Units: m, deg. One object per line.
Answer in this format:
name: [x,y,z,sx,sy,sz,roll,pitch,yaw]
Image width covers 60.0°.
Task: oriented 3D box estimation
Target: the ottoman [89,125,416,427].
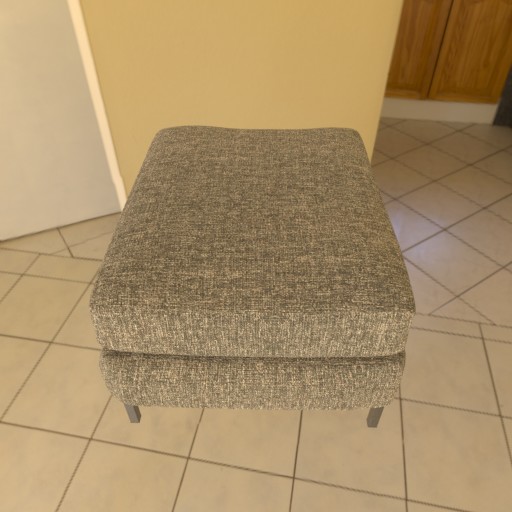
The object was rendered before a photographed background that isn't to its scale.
ottoman: [0.000,0.000,1.226,0.683,0.480,0.828,1,42,1]
